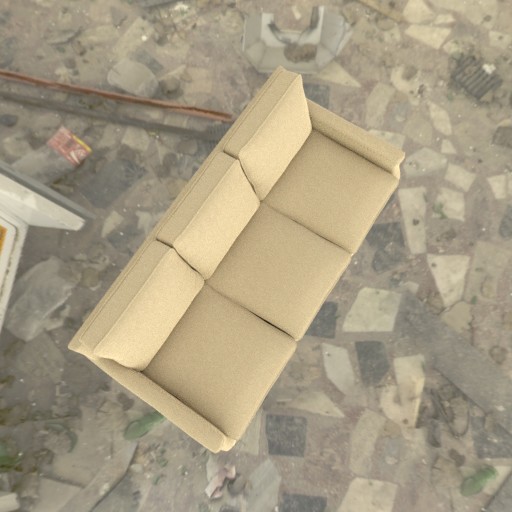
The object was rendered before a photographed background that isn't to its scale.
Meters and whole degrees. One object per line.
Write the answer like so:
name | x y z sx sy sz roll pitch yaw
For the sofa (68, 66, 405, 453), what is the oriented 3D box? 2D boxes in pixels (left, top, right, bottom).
sofa | 0.000 0.000 2.913 1.084 1.003 2.246 32 77 8
